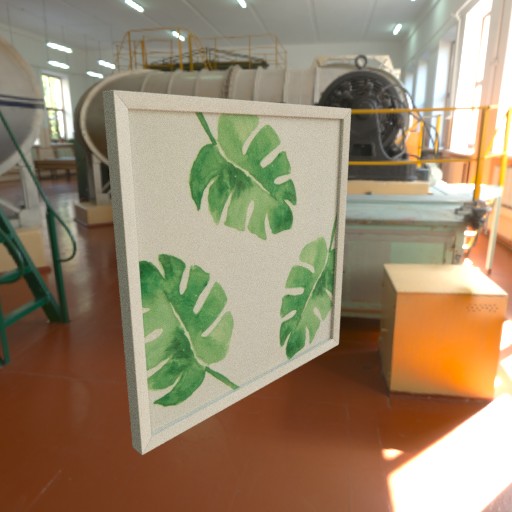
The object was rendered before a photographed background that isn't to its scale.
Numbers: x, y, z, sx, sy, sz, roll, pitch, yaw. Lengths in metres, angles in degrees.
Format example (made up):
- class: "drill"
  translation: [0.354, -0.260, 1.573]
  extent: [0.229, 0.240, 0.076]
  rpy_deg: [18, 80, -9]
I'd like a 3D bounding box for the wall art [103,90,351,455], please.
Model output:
- class: "wall art"
  translation: [0.000, 0.000, 1.158]
  extent: [0.040, 0.762, 0.762]
  rpy_deg: [14, 21, 43]
